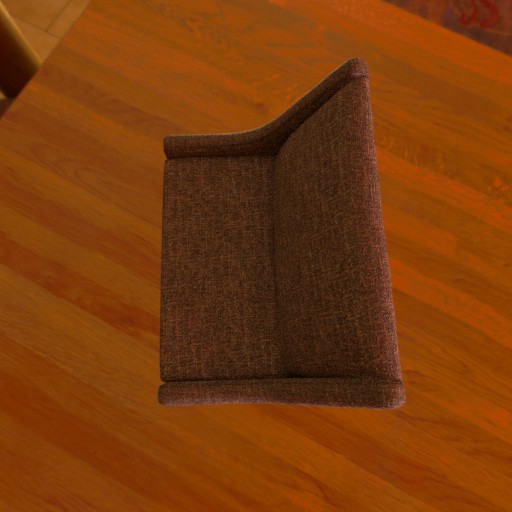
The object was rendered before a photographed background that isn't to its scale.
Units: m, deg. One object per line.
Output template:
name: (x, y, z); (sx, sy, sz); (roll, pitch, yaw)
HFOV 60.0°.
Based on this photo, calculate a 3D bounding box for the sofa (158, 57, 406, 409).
sofa: (0.000, 0.000, 1.935); (0.870, 1.021, 1.242); (-2, 75, 0)
